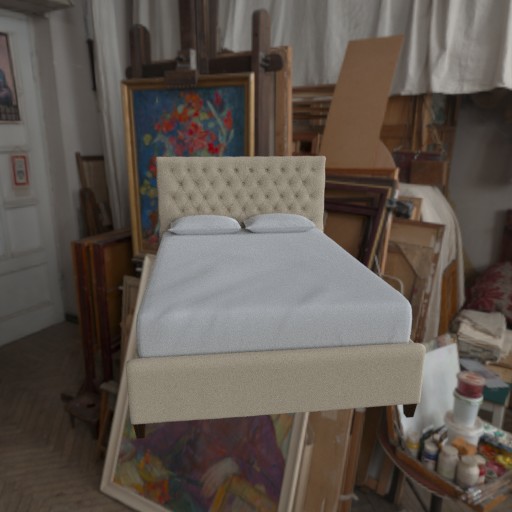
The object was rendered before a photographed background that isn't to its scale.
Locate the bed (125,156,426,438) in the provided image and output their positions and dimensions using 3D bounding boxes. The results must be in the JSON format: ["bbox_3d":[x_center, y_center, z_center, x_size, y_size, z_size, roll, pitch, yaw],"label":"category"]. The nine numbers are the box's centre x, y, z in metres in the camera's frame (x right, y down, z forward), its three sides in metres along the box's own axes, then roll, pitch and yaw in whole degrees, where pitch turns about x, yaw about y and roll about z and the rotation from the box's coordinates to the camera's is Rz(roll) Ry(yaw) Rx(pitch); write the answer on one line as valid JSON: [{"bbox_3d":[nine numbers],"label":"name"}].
[{"bbox_3d":[0.000,0.000,3.488,1.698,1.427,2.387,-2,15,-7],"label":"bed"}]
